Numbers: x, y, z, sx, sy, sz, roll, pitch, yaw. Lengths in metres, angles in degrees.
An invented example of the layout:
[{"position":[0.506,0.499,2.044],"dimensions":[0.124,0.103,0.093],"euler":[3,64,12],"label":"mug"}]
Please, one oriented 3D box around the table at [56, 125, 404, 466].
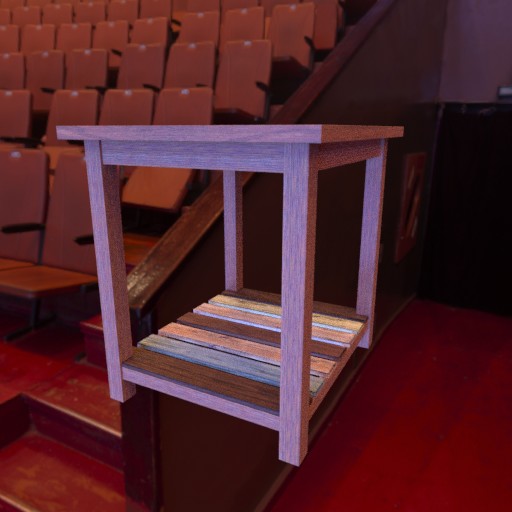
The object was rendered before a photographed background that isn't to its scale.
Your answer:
[{"position":[0.000,0.000,1.132],"dimensions":[0.559,0.635,0.660],"euler":[8,18,26],"label":"table"}]
